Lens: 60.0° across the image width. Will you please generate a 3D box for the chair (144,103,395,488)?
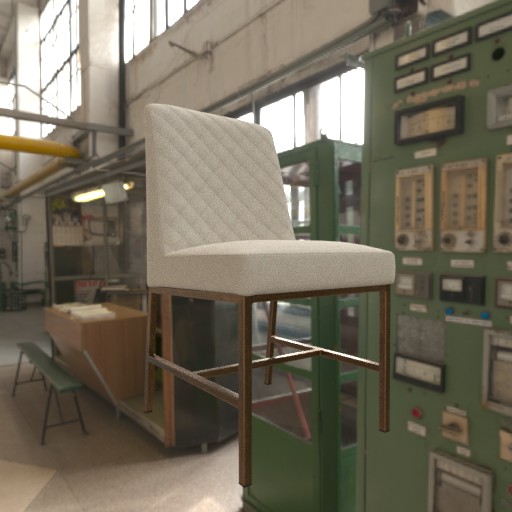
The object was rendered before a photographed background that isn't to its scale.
[{"bbox_3d":[0.000,0.000,1.263,0.503,0.933,0.597,-1,1,-36],"label":"chair"}]
